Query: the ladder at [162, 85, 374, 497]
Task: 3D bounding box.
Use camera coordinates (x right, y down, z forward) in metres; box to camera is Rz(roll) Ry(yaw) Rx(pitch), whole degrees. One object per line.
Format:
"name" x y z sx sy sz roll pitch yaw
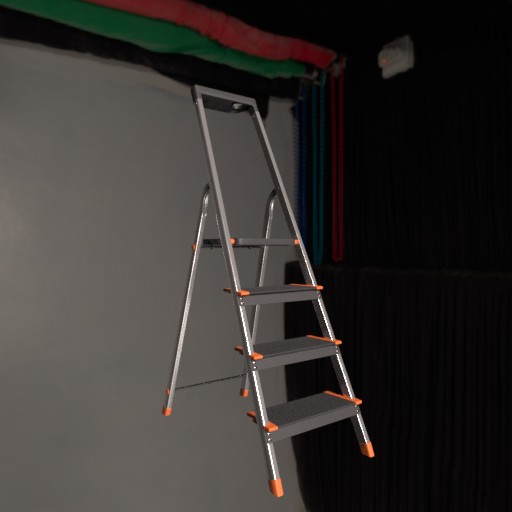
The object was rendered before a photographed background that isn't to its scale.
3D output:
"ladder" 0.000 0.000 1.782 0.452 1.429 0.834 -1 2 -36
